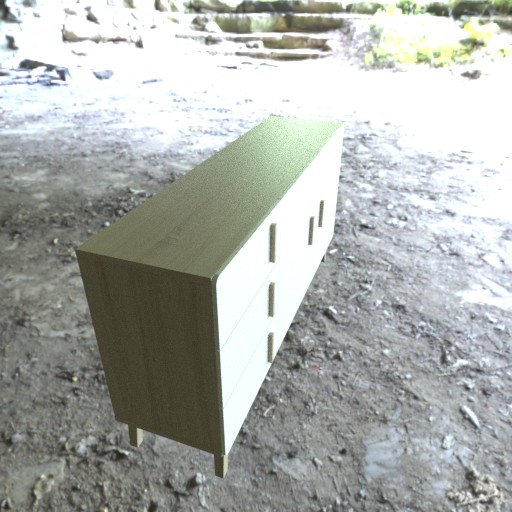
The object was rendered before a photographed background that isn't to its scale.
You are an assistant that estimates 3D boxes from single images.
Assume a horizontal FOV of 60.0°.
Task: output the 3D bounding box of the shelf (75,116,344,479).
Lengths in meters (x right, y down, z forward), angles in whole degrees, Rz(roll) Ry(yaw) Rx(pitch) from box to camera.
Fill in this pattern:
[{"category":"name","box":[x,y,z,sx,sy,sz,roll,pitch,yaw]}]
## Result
[{"category":"shelf","box":[0.000,0.000,1.834,0.400,0.780,1.490,11,32,18]}]
